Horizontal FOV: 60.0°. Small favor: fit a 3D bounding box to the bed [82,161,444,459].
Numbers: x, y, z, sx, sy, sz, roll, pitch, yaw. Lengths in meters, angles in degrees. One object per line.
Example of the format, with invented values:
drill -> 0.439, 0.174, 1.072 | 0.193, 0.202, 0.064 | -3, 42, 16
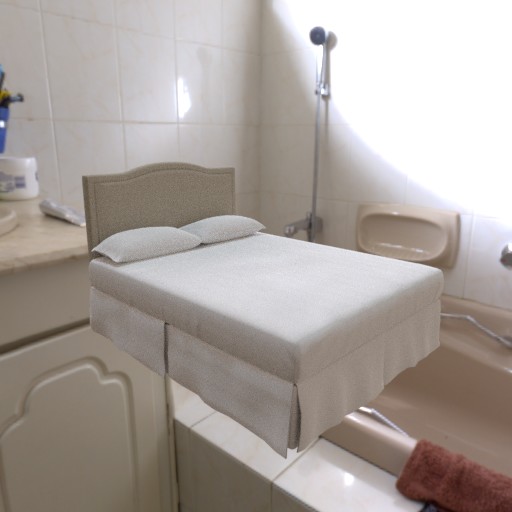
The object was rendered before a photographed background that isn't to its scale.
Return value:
bed -> 0.000, 0.000, 3.641 | 2.477, 1.437, 1.977 | 14, 20, 42
